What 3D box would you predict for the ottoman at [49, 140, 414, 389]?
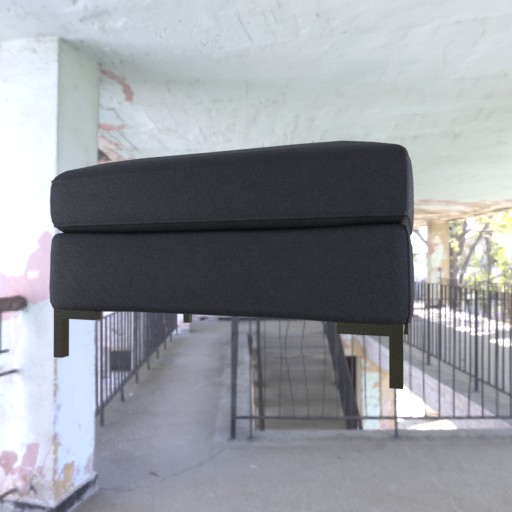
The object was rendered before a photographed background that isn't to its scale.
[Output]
[{"bbox_3d":[0.000,0.000,1.765,1.187,0.696,0.967,0,-1,20],"label":"ottoman"}]
